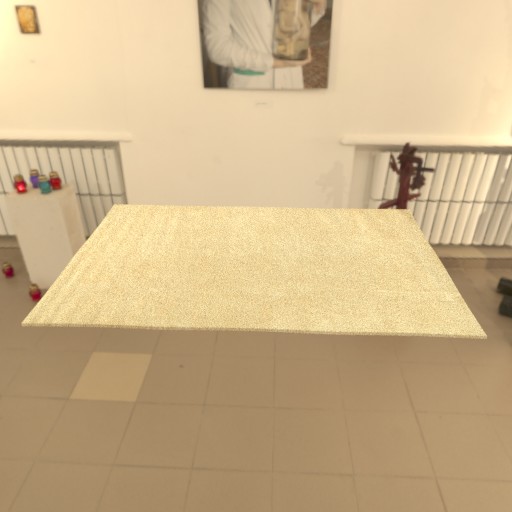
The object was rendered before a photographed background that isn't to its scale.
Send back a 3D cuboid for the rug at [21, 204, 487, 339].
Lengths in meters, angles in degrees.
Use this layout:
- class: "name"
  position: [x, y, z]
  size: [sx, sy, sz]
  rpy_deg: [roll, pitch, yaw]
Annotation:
- class: "rug"
  position: [0.000, 0.000, 2.879]
  size: [2.346, 0.025, 1.500]
  rpy_deg: [1, 31, 2]
